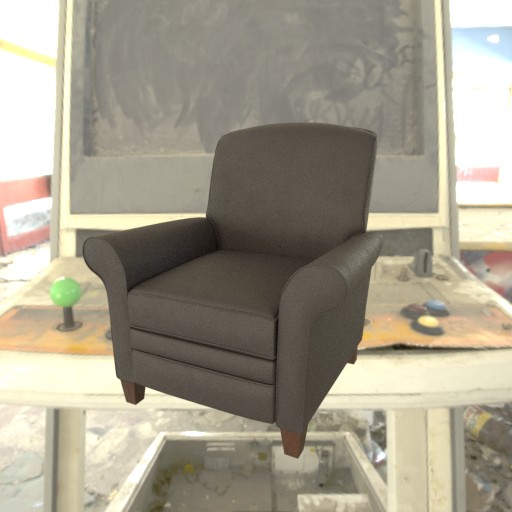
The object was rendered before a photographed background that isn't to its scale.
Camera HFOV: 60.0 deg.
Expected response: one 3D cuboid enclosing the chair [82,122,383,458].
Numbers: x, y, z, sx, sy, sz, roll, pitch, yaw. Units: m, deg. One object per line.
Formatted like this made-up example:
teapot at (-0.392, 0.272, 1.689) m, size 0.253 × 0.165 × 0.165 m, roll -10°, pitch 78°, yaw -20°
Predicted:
chair at (0.000, 0.000, 1.786) m, size 0.978 × 1.061 × 0.902 m, roll 7°, pitch 16°, yaw 26°
